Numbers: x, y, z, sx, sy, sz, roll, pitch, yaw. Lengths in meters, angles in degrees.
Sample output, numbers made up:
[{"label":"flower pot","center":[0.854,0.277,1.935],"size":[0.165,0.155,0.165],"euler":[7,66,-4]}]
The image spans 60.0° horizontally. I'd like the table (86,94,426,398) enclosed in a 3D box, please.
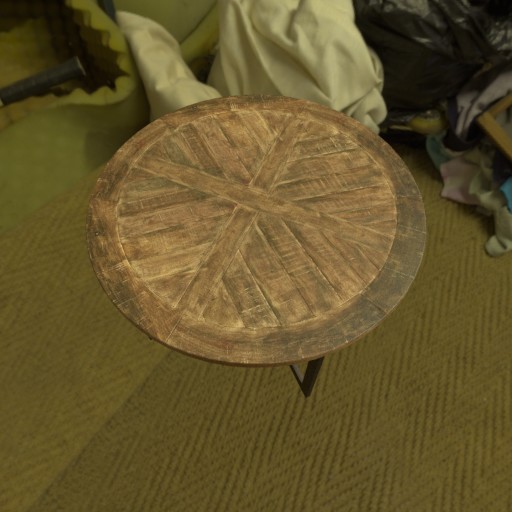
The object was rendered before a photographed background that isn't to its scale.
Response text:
[{"label":"table","center":[0.000,0.000,1.997],"size":[1.264,0.762,1.264],"euler":[0,57,0]}]
